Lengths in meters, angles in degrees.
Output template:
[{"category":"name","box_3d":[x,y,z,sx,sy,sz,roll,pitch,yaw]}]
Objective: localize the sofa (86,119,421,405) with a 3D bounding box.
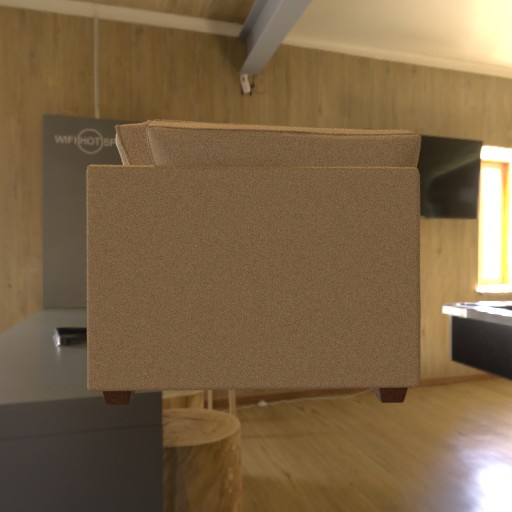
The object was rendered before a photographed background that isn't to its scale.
[{"category":"sofa","box_3d":[0.000,0.000,1.860,1.050,0.937,1.042,0,1,-1]}]
